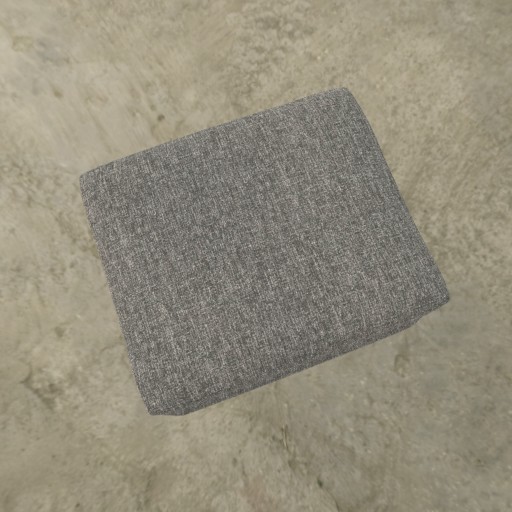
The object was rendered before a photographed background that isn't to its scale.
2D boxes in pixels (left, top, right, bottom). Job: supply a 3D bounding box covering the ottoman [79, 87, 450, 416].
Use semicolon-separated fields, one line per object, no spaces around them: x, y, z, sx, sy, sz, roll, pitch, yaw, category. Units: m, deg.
0.000;0.000;1.265;0.828;0.480;0.683;-20;76;-5;ottoman
